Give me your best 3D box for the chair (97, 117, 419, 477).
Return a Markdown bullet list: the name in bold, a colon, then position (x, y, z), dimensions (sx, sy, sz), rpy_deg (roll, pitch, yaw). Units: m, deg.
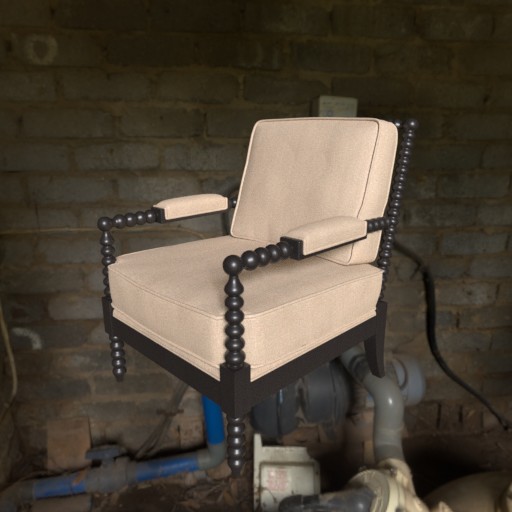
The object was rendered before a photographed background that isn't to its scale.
- **chair**: position (0.000, 0.000, 1.168), dimensions (0.657, 0.703, 0.555), rpy_deg (-15, 22, -42)
